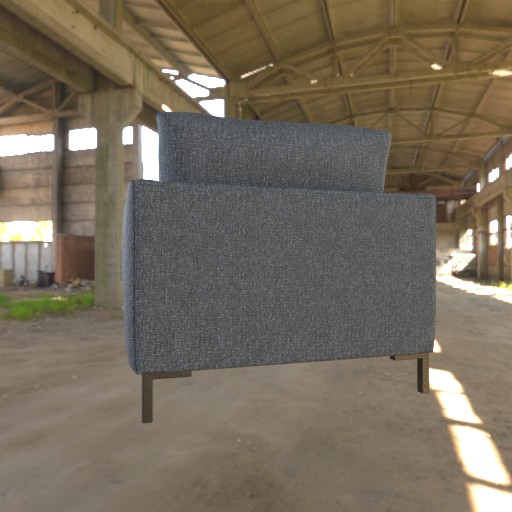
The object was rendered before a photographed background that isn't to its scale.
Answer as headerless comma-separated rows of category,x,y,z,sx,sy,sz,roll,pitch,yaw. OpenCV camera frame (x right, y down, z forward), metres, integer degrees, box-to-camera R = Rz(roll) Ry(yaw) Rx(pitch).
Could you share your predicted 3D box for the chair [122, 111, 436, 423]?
chair,0.000,0.000,1.662,0.963,0.861,0.866,0,0,-17
